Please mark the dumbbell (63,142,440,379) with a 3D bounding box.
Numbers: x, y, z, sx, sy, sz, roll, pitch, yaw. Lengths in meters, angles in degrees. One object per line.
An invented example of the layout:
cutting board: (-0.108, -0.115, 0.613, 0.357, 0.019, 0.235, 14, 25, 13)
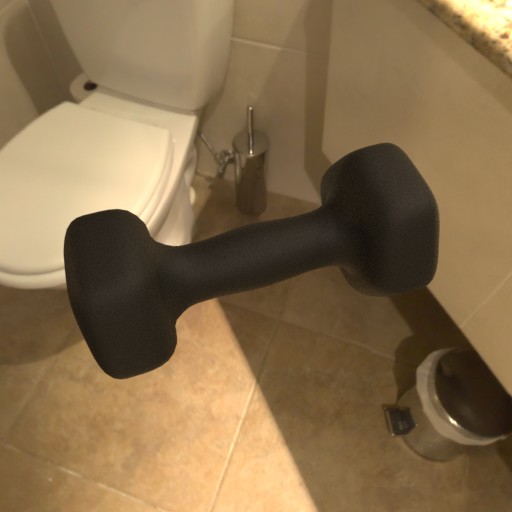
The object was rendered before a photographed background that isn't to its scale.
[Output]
dumbbell: (0.000, 0.000, 0.297, 0.231, 0.101, 0.112, -15, 59, -9)
